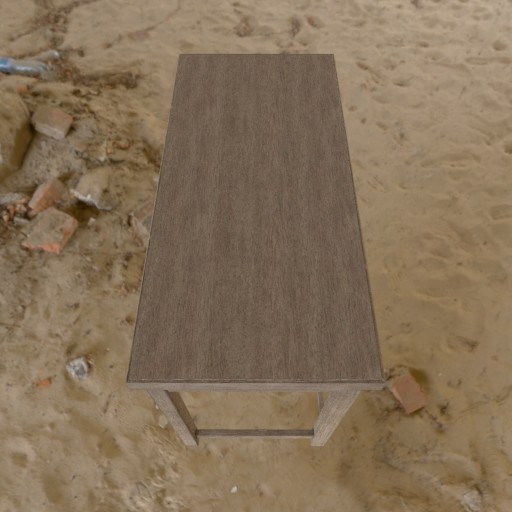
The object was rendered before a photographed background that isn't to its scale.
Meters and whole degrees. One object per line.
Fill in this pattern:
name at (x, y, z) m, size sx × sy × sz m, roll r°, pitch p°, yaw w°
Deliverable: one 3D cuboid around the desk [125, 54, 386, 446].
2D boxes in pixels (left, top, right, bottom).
desk at (0.000, 0.000, 1.755) m, size 0.610 × 0.912 × 1.289 m, roll 0°, pitch 57°, yaw 0°
